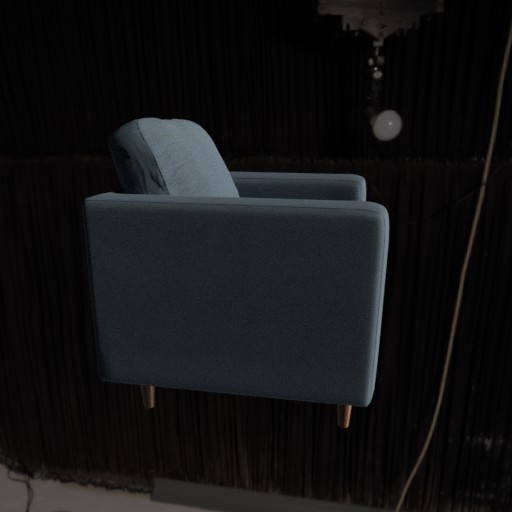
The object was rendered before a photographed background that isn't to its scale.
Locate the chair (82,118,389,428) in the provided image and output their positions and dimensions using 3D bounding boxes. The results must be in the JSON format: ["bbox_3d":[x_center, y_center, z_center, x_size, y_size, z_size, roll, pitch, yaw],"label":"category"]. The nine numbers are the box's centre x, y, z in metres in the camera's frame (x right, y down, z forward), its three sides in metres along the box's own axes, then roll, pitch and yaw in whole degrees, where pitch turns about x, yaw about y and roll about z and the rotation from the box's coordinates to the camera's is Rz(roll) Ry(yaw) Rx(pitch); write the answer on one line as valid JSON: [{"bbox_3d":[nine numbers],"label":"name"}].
[{"bbox_3d":[0.000,0.000,1.556,0.820,0.922,0.855,2,16,9],"label":"chair"}]
